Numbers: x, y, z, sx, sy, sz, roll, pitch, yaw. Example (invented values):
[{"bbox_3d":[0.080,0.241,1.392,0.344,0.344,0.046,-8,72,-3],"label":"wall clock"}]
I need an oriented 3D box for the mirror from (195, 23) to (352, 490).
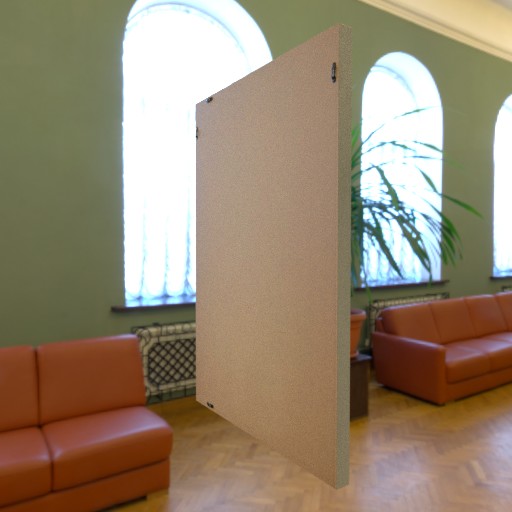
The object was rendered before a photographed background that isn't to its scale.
[{"bbox_3d":[0.000,0.000,1.126,0.041,0.915,0.609,-1,2,-35],"label":"mirror"}]
